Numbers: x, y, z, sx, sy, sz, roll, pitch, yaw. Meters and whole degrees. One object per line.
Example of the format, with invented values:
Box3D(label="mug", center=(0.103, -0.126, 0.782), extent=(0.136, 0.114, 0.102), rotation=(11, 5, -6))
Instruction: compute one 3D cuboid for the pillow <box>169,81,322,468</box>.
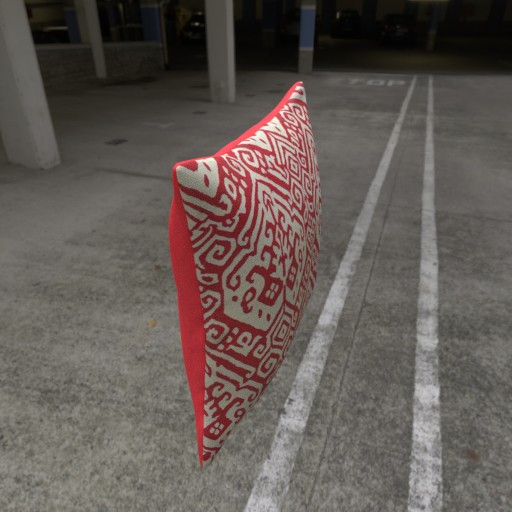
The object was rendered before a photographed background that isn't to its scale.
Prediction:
Box3D(label="pillow", center=(0.000, 0.000, 0.790), extent=(0.192, 0.507, 0.522), rotation=(10, 32, 16))
